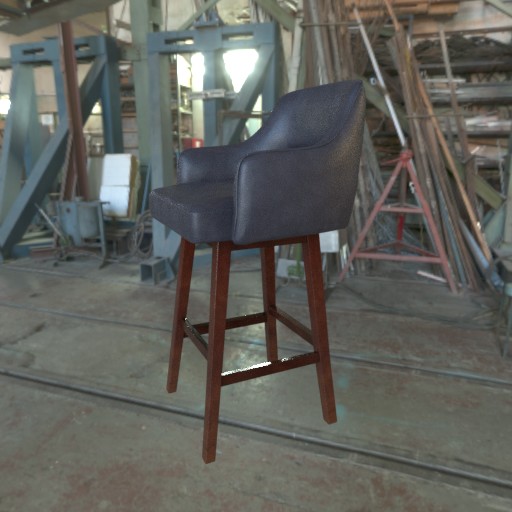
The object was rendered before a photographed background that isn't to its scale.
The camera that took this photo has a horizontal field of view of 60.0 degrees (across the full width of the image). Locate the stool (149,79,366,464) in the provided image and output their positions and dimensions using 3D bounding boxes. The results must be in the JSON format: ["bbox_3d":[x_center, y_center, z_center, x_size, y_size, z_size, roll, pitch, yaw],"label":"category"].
[{"bbox_3d":[0.000,0.000,1.386,0.560,1.041,0.550,-7,16,-25],"label":"stool"}]
